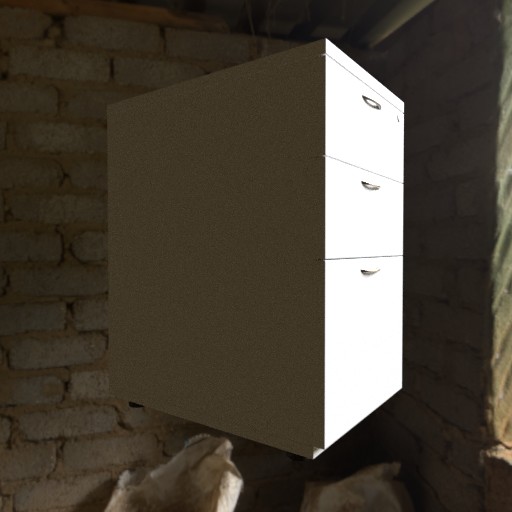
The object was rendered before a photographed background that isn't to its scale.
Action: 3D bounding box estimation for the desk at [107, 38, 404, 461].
[{"bbox_3d":[0.000,0.000,1.068,0.600,0.730,0.404,1,1,36],"label":"desk"}]
